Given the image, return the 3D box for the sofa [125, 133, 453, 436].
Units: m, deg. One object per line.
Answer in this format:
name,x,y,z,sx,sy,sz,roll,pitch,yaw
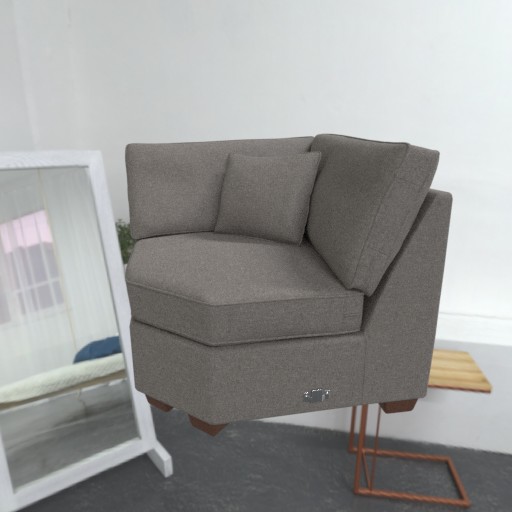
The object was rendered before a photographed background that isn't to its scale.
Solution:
sofa,0.000,0.000,1.814,1.050,0.951,1.042,-3,17,-9
